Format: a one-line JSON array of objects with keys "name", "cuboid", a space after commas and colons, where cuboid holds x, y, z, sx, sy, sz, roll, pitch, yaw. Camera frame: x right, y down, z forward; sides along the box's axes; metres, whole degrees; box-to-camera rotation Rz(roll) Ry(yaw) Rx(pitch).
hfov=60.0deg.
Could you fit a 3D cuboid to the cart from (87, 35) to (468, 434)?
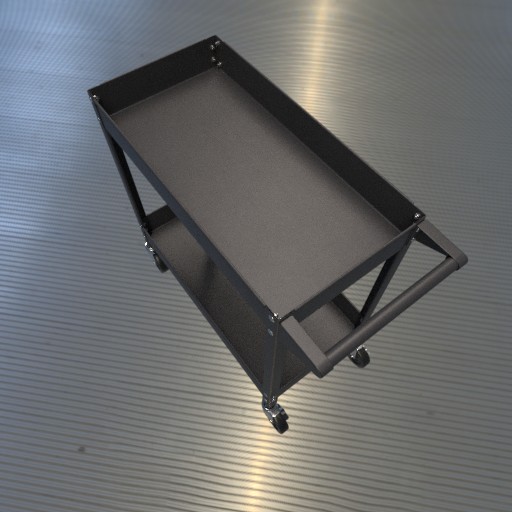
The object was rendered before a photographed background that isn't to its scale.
[{"name": "cart", "cuboid": [0.000, 0.000, 1.156, 0.366, 0.719, 0.779, -33, 64, -18]}]
